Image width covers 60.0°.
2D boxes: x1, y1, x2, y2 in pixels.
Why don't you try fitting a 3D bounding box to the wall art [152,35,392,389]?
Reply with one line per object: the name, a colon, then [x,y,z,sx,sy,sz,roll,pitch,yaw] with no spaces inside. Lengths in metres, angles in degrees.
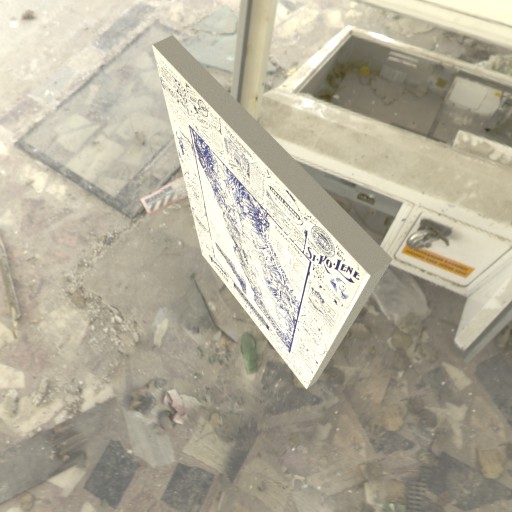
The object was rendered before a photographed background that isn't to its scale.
wall art: [0.000,0.000,0.966,0.039,0.753,0.511,-34,68,-16]
